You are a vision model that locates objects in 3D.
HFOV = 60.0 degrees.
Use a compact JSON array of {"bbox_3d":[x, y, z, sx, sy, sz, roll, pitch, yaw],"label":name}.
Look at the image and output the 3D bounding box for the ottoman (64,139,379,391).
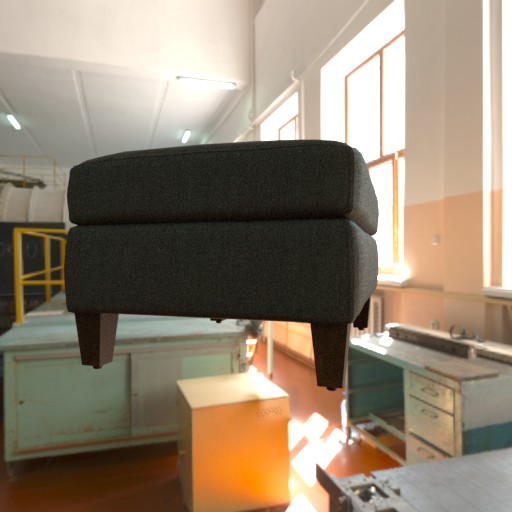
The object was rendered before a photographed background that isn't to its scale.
[{"bbox_3d":[0.000,0.000,1.233,0.639,0.496,0.826,0,0,18],"label":"ottoman"}]
